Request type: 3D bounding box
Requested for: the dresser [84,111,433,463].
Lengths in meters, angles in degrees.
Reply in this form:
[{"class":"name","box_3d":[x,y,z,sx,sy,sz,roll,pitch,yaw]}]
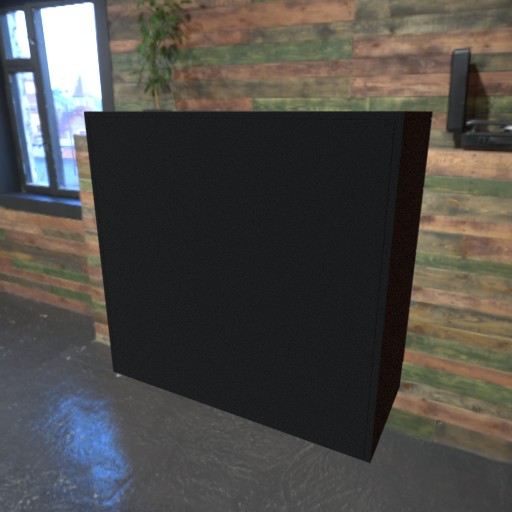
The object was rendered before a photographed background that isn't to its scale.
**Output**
[{"class":"dresser","box_3d":[0.000,0.000,1.160,0.750,0.720,0.360,9,20,27]}]
